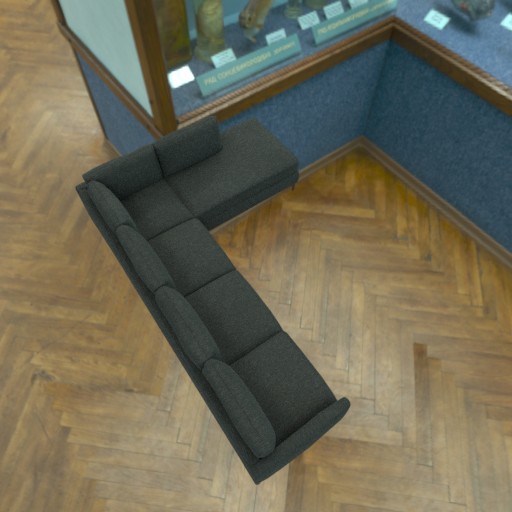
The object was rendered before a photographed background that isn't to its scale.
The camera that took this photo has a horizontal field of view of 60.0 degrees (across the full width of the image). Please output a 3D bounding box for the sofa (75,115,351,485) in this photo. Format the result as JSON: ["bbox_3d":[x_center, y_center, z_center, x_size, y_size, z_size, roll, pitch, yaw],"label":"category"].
[{"bbox_3d":[0.000,0.000,3.847,2.007,0.815,2.949,-30,63,-18],"label":"sofa"}]
